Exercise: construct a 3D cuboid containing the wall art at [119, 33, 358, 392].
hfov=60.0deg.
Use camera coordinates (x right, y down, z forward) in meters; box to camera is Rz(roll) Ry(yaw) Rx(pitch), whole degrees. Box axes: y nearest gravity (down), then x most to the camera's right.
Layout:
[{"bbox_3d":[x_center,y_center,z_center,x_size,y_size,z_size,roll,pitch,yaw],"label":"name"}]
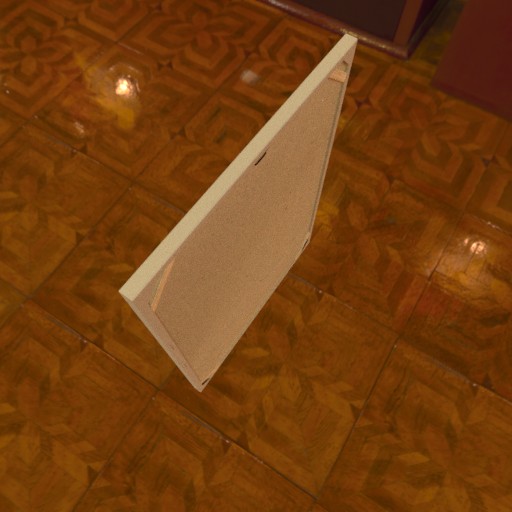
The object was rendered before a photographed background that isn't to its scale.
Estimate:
[{"bbox_3d":[0.000,0.000,1.591,0.038,1.212,0.914,32,69,14],"label":"wall art"}]
